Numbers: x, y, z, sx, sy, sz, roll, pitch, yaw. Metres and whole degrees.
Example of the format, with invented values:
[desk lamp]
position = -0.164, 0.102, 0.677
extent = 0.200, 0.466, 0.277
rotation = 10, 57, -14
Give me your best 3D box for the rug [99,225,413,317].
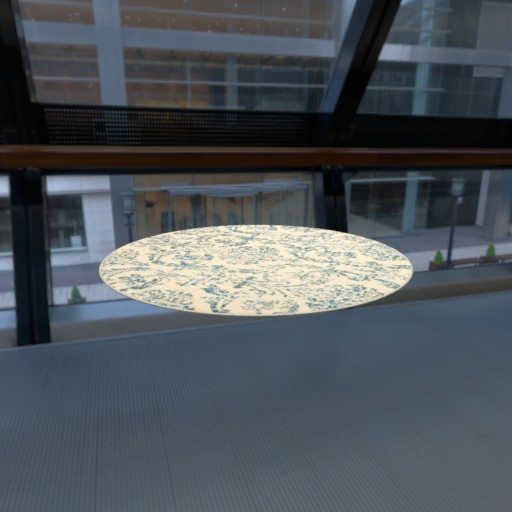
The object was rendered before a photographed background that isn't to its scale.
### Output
[rug]
position = 0.000, 0.000, 2.374
extent = 1.593, 0.012, 1.593
rotation = 0, 16, 0
